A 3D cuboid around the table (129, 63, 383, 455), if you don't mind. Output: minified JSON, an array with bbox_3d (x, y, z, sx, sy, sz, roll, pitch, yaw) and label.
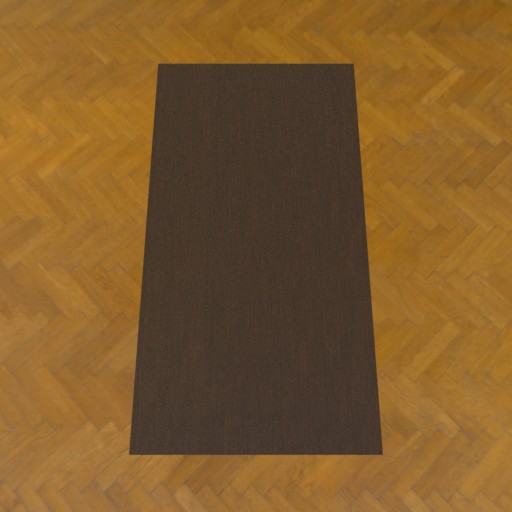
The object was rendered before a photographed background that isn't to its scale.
[{"bbox_3d":[0.000,0.000,1.400,0.597,0.424,1.099,0,74,0],"label":"table"}]
